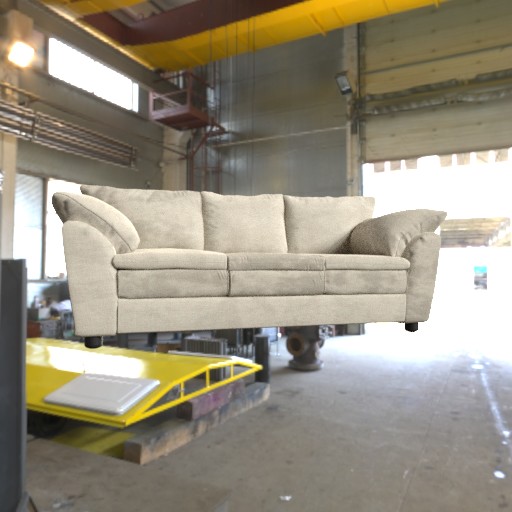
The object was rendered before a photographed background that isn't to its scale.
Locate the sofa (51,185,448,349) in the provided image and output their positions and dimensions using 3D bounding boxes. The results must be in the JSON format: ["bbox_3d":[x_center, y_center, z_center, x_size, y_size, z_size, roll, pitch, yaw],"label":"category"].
[{"bbox_3d":[0.000,0.000,2.899,2.377,0.981,0.893,1,-2,-18],"label":"sofa"}]
